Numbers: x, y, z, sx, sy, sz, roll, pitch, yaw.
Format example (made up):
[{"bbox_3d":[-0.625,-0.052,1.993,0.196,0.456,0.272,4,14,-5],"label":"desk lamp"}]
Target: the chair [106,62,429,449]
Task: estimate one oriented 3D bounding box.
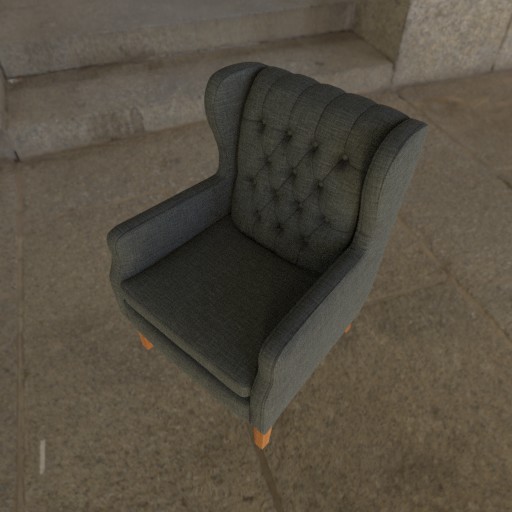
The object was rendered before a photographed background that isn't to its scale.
[{"bbox_3d":[0.000,0.000,1.485,0.711,0.953,0.775,32,54,27],"label":"chair"}]
